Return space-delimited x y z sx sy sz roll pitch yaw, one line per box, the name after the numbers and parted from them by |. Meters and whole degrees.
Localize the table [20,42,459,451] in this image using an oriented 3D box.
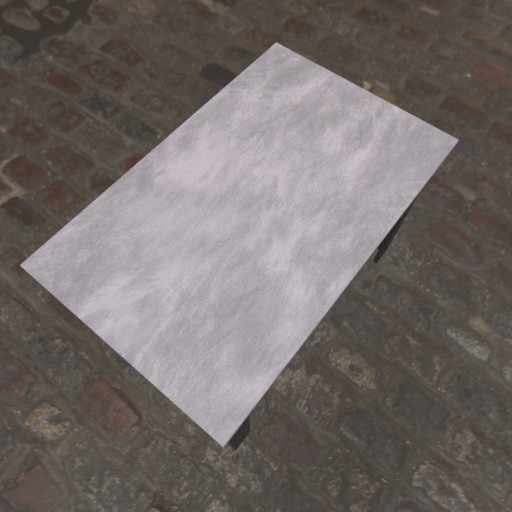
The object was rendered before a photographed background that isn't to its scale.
0.000 0.000 1.578 0.700 0.734 1.100 36 69 16 | table
